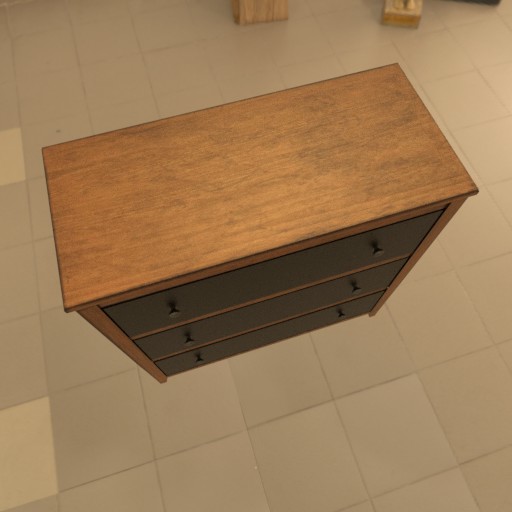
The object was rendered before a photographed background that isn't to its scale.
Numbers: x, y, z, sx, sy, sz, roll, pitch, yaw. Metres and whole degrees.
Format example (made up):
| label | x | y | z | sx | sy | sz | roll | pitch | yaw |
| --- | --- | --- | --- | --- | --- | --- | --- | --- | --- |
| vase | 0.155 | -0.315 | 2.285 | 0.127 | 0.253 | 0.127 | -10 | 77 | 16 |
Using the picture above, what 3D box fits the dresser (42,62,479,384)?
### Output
| label | x | y | z | sx | sy | sz | roll | pitch | yaw |
| --- | --- | --- | --- | --- | --- | --- | --- | --- | --- |
| dresser | 0.000 | 0.000 | 1.920 | 1.250 | 1.224 | 0.591 | -16 | 66 | -8 |
